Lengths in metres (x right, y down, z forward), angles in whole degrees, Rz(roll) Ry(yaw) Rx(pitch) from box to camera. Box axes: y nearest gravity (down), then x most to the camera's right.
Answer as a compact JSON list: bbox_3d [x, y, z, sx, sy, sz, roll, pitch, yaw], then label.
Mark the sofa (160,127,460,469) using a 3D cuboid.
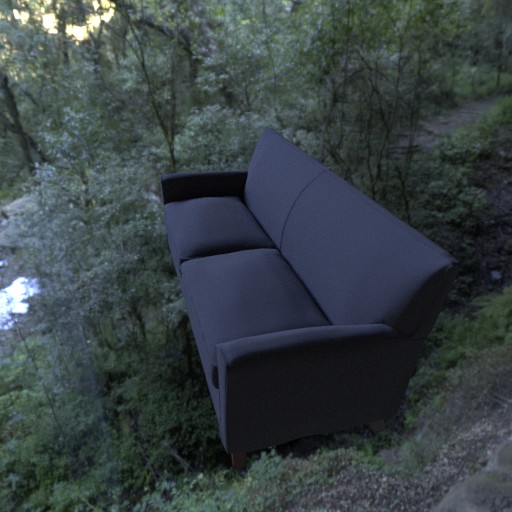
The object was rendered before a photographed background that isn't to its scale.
[{"bbox_3d":[0.000,0.000,2.421,0.843,0.907,2.002,-8,30,-15],"label":"sofa"}]
